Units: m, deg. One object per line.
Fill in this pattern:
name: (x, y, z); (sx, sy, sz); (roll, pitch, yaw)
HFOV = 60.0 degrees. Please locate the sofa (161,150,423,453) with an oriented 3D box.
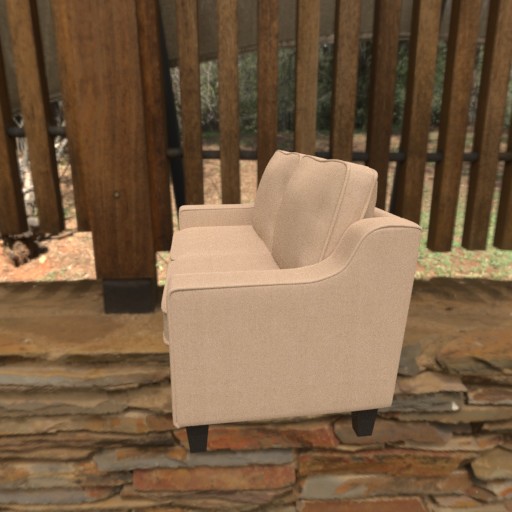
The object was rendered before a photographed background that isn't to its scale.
sofa: (0.000, 0.000, 3.481); (1.351, 1.562, 2.587); (-2, 15, -8)
